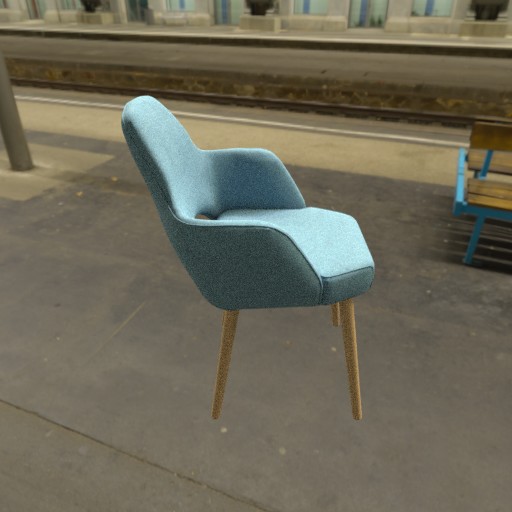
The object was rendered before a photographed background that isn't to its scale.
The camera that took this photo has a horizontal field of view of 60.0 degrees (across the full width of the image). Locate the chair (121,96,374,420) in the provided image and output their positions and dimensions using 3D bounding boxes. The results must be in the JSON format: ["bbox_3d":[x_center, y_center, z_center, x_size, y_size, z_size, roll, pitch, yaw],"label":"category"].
[{"bbox_3d":[0.000,0.000,1.355,0.666,0.920,0.589,0,31,0],"label":"chair"}]
